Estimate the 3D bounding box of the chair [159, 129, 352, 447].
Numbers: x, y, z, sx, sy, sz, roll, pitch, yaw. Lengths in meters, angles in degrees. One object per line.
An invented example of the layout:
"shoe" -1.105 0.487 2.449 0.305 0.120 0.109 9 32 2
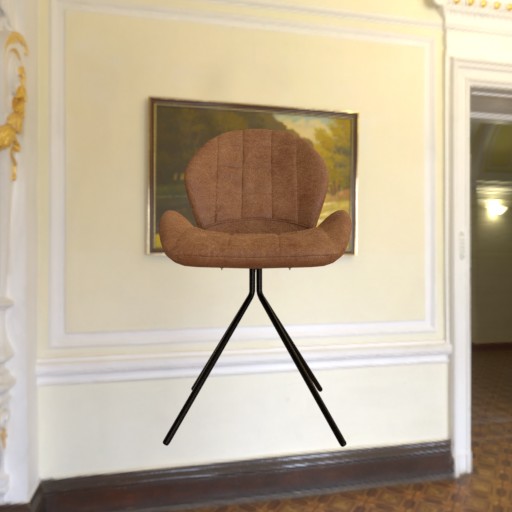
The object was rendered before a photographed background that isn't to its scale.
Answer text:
"chair" 0.000 0.000 1.342 0.527 0.929 0.640 0 0 1
